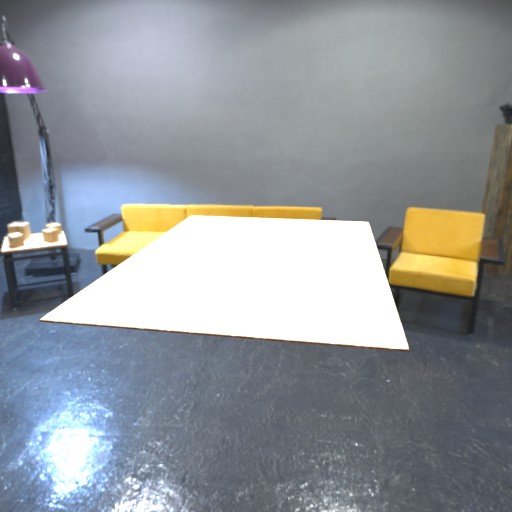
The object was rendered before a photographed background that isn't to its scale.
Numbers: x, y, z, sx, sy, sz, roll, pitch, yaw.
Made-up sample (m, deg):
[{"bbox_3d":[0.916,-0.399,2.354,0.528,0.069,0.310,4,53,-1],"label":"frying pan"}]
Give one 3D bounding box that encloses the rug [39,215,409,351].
[{"bbox_3d":[0.000,0.000,2.774,1.524,0.010,2.134,3,18,9],"label":"rug"}]
